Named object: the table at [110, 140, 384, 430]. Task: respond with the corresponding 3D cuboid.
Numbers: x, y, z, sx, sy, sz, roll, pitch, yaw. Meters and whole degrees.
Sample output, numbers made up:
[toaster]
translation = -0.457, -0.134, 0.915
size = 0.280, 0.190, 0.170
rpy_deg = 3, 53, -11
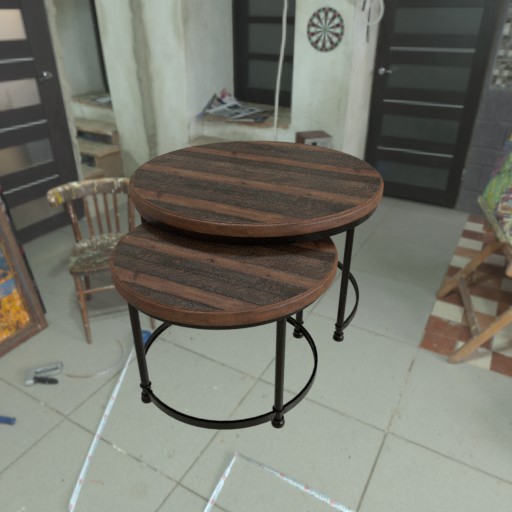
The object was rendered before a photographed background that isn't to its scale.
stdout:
[table]
translation = 0.000, 0.000, 1.556
size = 0.870, 0.516, 1.152
rpy_deg = 0, 29, 0
